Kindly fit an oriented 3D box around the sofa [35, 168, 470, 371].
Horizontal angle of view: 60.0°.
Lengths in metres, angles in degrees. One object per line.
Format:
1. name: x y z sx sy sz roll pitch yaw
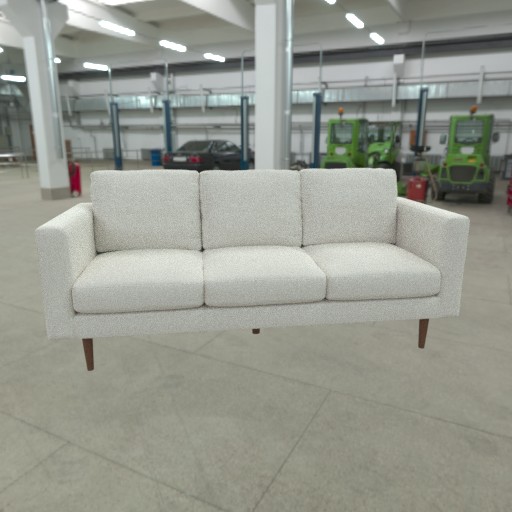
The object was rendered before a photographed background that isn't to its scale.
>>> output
1. sofa: 0.000 0.000 2.437 2.029 0.912 0.802 -2 15 -8
